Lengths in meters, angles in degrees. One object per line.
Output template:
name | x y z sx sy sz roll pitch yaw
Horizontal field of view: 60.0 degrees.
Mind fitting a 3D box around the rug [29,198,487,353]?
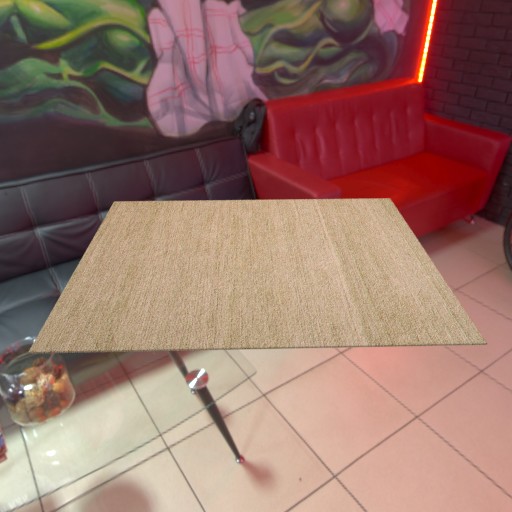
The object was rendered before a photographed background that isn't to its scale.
rug | 0.000 0.000 4.109 3.198 0.016 2.425 -1 32 -1
